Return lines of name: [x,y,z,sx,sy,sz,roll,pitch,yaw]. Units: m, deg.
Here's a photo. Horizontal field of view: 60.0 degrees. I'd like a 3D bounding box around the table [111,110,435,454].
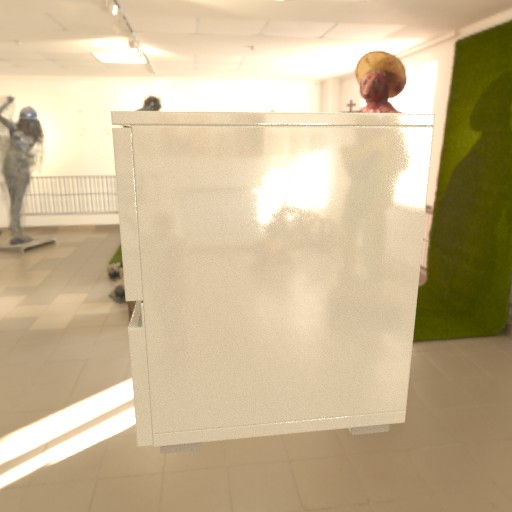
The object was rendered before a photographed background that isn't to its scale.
table: [0.000,0.000,0.797,0.400,0.470,0.420,-2,15,-8]
